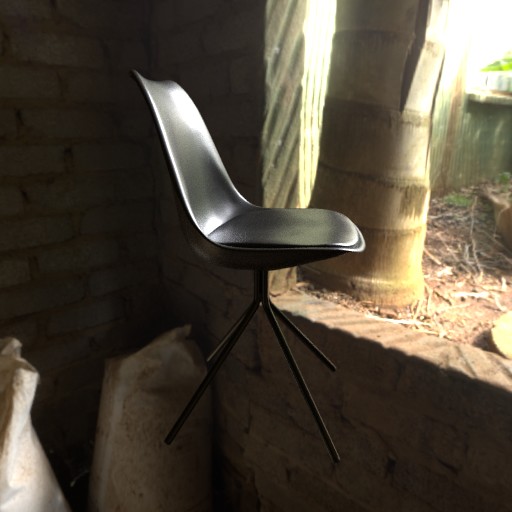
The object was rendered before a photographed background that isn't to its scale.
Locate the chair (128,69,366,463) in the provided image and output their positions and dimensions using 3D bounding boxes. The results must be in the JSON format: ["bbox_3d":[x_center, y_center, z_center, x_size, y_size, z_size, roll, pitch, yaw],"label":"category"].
[{"bbox_3d":[0.000,0.000,1.111,0.525,0.850,0.461,2,17,8],"label":"chair"}]
